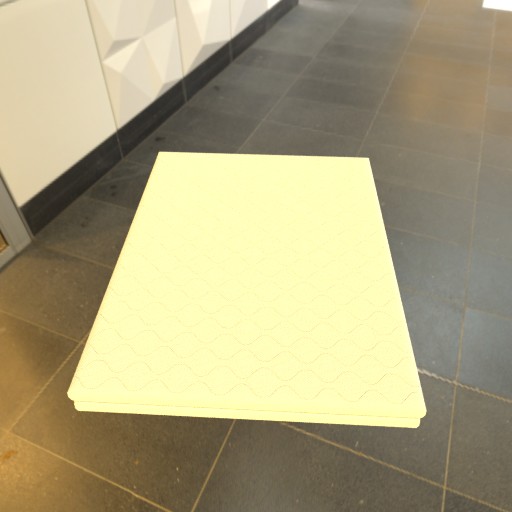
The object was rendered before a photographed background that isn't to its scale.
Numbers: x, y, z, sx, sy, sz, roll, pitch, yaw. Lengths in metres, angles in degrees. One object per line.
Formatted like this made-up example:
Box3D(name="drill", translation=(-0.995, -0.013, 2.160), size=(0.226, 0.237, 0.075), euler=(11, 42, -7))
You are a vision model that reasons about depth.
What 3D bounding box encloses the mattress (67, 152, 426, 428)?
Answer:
Box3D(name="mattress", translation=(0.000, 0.000, 2.716), size=(1.600, 0.200, 2.000), euler=(2, 45, 2))
